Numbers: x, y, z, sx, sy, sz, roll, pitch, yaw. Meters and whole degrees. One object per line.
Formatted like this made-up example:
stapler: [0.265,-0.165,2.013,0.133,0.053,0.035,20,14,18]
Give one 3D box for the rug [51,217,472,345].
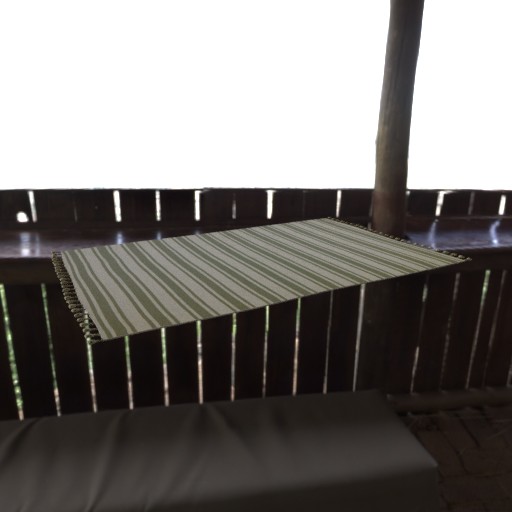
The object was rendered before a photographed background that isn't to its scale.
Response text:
rug: [0.000,0.000,2.296,1.875,0.013,1.162,-9,19,-27]
